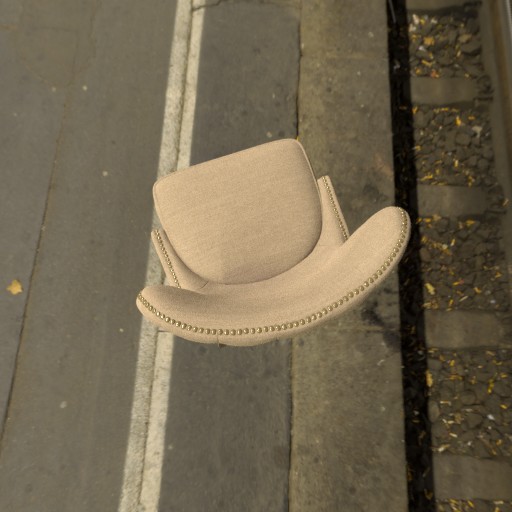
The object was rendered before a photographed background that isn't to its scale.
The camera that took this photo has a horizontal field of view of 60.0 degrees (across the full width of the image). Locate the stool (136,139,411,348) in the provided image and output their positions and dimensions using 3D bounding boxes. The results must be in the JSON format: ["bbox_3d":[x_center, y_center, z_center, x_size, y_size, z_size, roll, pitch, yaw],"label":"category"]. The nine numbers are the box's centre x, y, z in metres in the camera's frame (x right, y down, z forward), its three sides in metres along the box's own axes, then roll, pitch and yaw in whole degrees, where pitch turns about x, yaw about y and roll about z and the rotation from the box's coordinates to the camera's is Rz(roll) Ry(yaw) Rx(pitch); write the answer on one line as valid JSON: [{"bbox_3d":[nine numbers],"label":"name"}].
[{"bbox_3d":[0.000,0.000,1.393,0.615,0.972,0.597,-18,76,-5],"label":"stool"}]
